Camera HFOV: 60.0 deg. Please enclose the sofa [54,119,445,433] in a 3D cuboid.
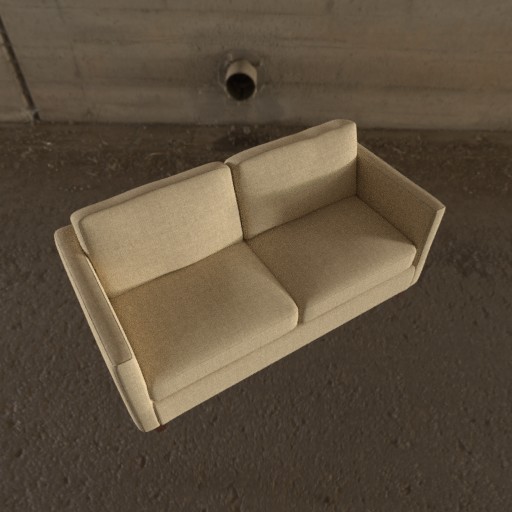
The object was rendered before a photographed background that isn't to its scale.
[{"bbox_3d":[0.000,0.000,2.504,1.884,0.963,0.950,-24,51,-21],"label":"sofa"}]
